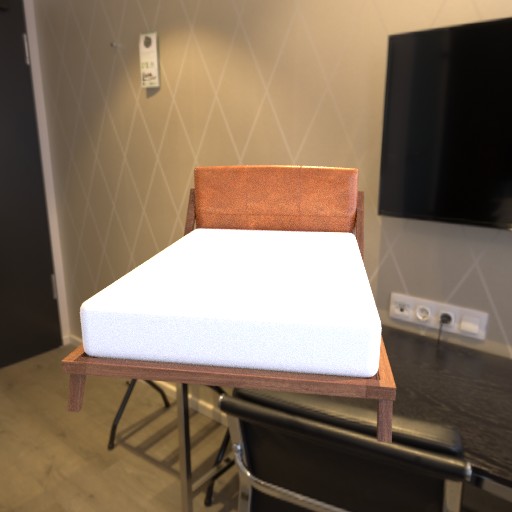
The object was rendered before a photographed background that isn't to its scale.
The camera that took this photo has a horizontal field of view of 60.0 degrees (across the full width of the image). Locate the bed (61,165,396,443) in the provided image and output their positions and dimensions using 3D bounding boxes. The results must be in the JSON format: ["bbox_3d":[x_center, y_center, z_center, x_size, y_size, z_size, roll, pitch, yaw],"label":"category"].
[{"bbox_3d":[0.000,0.000,3.171,1.651,1.168,2.311,2,14,9],"label":"bed"}]
